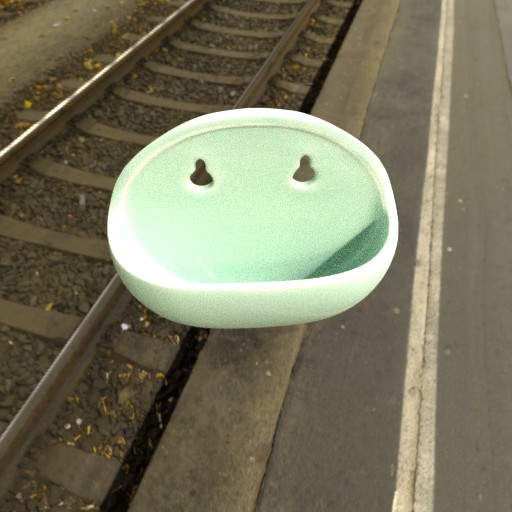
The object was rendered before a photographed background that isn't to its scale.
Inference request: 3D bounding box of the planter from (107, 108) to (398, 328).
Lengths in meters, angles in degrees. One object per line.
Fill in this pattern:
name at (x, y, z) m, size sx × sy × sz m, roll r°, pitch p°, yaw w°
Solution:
planter at (0.000, 0.000, 0.281) m, size 0.189 × 0.164 × 0.073 m, roll -3°, pitch 47°, yaw -2°
